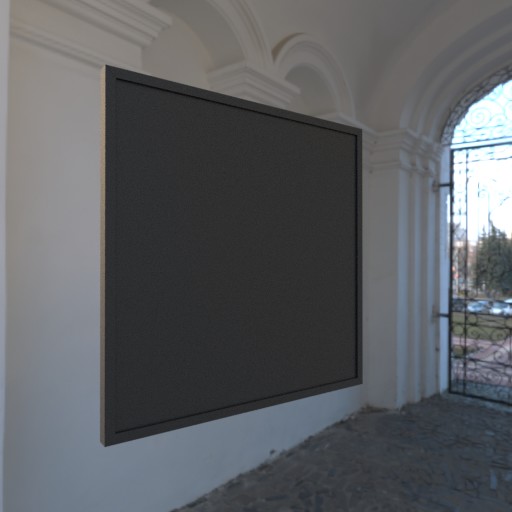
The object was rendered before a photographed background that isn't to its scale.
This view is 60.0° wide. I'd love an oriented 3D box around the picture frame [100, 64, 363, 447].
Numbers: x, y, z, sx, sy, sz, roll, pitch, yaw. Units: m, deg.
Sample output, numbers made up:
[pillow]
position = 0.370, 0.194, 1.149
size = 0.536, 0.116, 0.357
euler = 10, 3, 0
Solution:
[picture frame]
position = 0.000, 0.000, 1.135
size = 0.775, 0.775, 0.032
euler = 0, 0, -36
